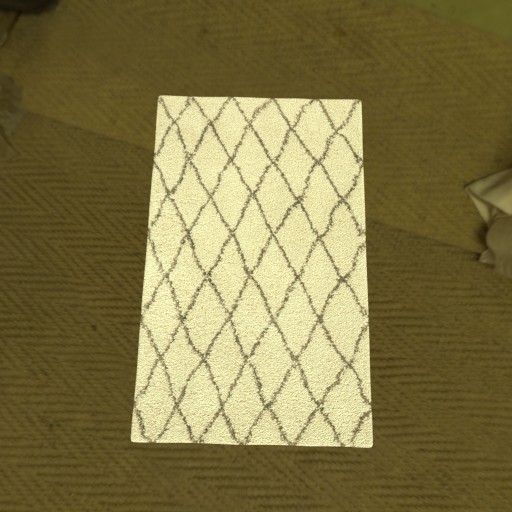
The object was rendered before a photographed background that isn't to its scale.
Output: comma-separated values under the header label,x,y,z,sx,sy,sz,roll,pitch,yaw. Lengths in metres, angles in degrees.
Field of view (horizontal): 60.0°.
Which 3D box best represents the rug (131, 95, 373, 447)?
label,x,y,z,sx,sy,sz,roll,pitch,yaw
rug,0.000,0.000,3.061,1.524,0.030,2.438,1,77,0
